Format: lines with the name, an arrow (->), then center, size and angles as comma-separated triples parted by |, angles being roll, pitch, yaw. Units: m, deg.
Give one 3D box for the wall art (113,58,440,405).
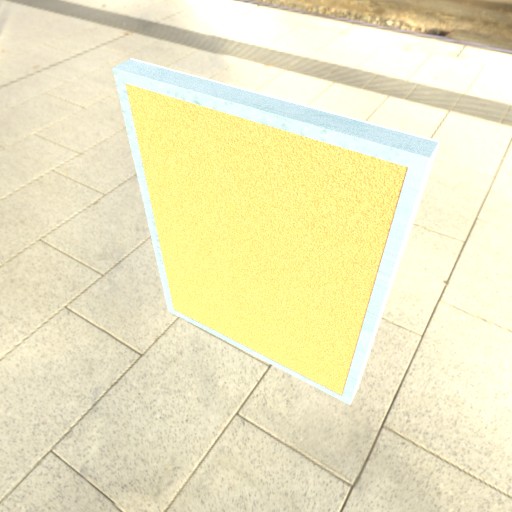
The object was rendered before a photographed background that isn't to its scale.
wall art -> 0.000, 0.000, 0.689 | 0.409, 0.509, 0.037 | 23, 50, 21
